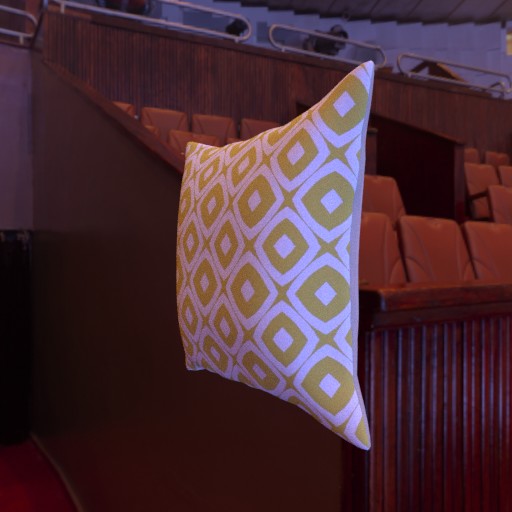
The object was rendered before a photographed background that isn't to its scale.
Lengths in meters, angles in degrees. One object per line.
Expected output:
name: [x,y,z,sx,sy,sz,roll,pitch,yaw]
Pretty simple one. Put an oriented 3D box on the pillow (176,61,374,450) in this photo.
pillow: [0.000,0.000,0.762,0.188,0.494,0.504,0,0,-36]
